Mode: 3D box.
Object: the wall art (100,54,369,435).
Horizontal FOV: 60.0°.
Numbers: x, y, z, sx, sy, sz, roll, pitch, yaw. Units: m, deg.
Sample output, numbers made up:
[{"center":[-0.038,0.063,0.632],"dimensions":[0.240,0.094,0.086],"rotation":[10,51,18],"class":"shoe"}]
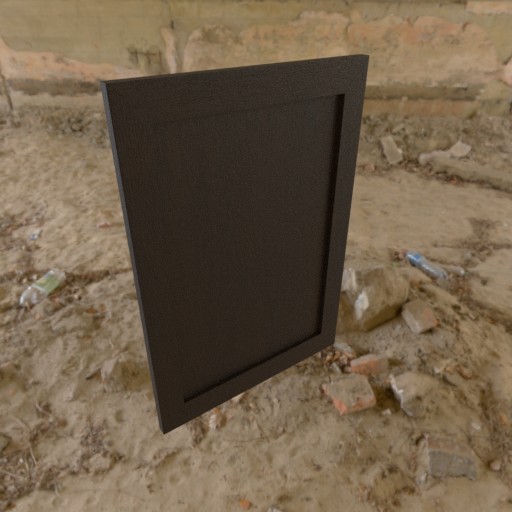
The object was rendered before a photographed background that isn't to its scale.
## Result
[{"center":[0.000,0.000,0.645],"dimensions":[0.359,0.513,0.017],"rotation":[-20,36,-29],"class":"wall art"}]
